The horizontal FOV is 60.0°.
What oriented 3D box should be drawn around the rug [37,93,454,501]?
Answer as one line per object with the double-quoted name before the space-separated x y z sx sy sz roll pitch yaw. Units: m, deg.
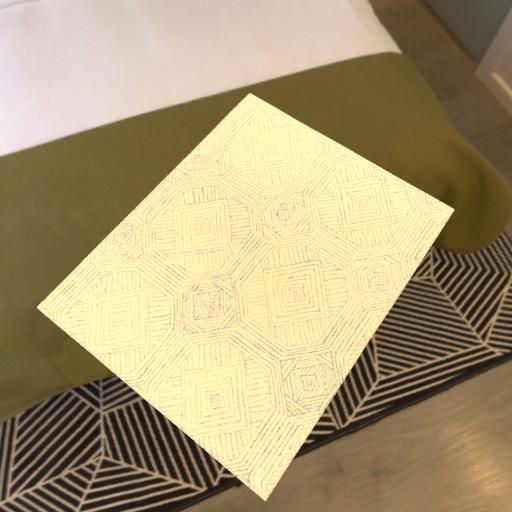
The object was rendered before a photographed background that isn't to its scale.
"rug" 0.000 0.000 4.027 2.457 0.015 3.049 34 70 14
